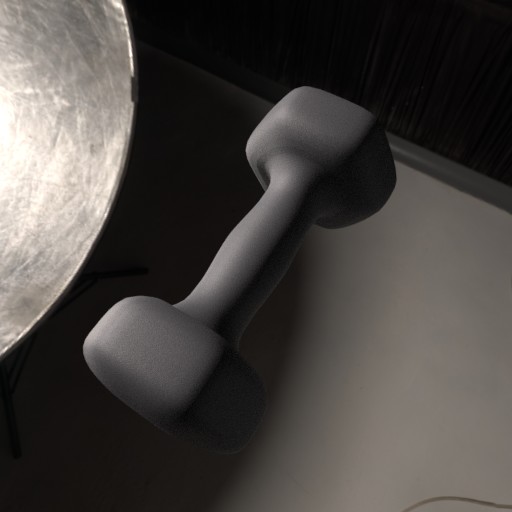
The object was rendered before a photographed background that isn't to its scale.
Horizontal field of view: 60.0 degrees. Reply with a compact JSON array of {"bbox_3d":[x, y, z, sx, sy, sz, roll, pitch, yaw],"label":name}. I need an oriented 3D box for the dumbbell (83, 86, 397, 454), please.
[{"bbox_3d":[0.000,0.000,0.296,0.116,0.105,0.240,29,66,14],"label":"dumbbell"}]
